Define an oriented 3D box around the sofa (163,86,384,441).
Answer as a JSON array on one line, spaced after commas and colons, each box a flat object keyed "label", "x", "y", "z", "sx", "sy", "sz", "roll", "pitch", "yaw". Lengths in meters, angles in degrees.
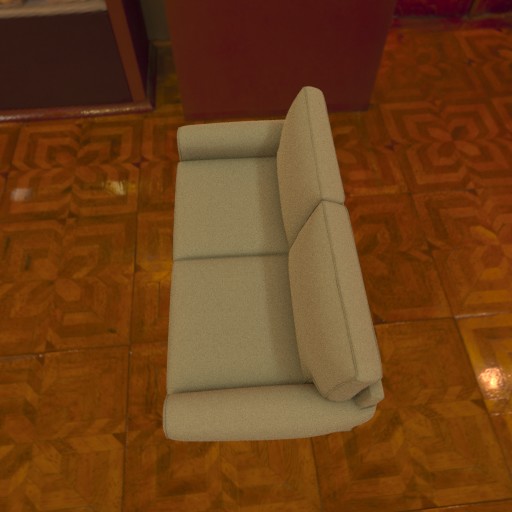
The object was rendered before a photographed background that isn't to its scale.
[{"label": "sofa", "x": 0.000, "y": 0.000, "z": 2.452, "sx": 0.940, "sy": 0.952, "sz": 1.930, "roll": -3, "pitch": 58, "yaw": -2}]
